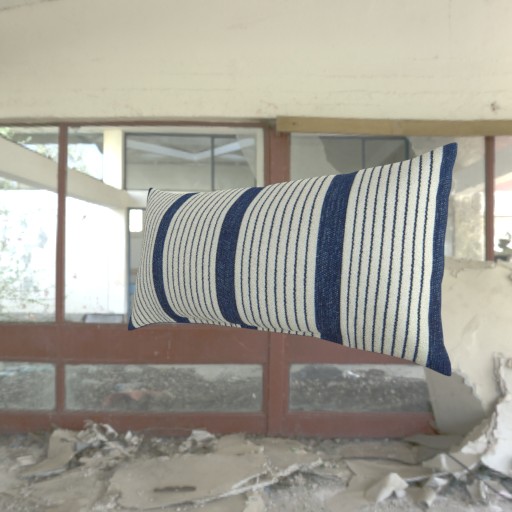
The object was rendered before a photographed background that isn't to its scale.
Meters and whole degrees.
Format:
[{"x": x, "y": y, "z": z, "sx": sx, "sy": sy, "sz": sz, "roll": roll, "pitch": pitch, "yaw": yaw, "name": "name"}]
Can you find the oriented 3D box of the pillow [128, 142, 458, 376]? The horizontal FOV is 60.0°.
[{"x": 0.000, "y": 0.000, "z": 0.721, "sx": 0.608, "sy": 0.292, "sz": 0.156, "roll": -1, "pitch": -1, "yaw": 37, "name": "pillow"}]
